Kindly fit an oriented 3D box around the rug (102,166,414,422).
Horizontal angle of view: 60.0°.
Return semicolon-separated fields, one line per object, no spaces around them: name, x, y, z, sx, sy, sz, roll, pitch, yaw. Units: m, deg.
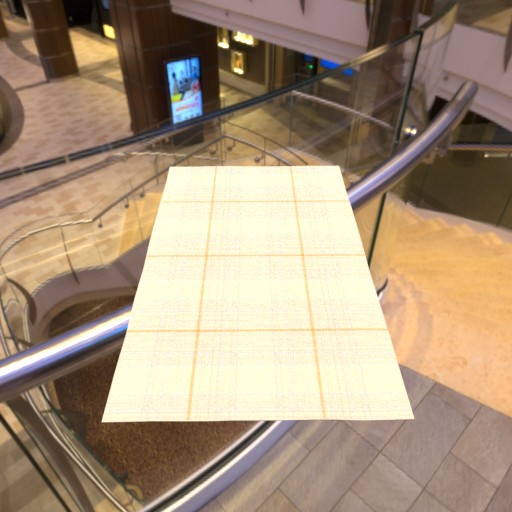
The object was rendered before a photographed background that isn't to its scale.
rug;0.000;0.000;3.076;1.527;0.016;2.442;0;41;0
